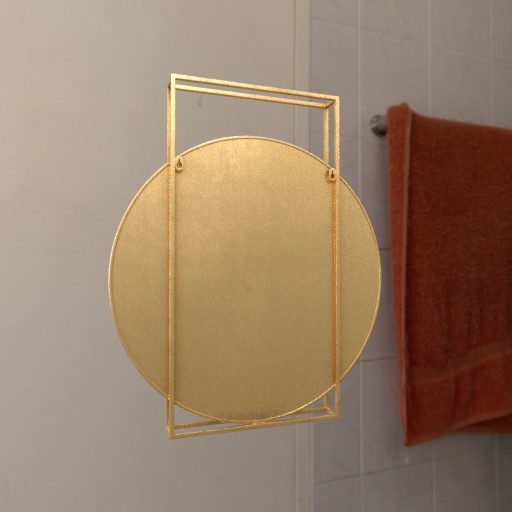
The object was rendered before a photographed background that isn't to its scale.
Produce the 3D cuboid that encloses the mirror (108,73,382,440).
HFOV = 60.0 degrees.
[{"bbox_3d":[0.000,0.000,0.804,0.508,0.603,0.051,0,-1,-19],"label":"mirror"}]
